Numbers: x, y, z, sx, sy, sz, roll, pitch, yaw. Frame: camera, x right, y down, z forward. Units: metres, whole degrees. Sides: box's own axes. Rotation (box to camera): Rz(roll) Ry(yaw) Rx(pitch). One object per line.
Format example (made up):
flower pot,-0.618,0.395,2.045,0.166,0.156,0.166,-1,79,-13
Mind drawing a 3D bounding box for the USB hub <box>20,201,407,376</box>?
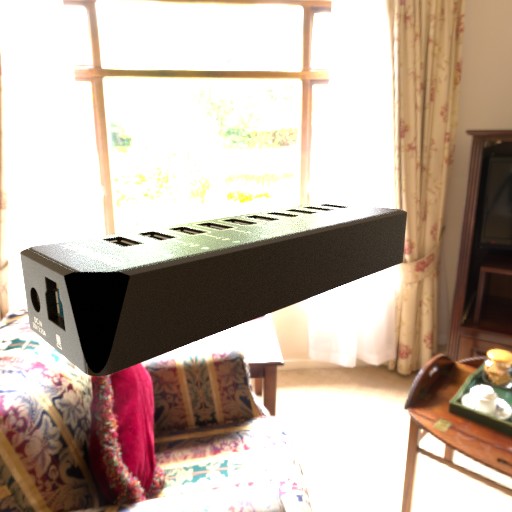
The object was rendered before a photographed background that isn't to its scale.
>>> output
USB hub,0.000,0.000,0.160,0.145,0.023,0.044,-14,20,-43
